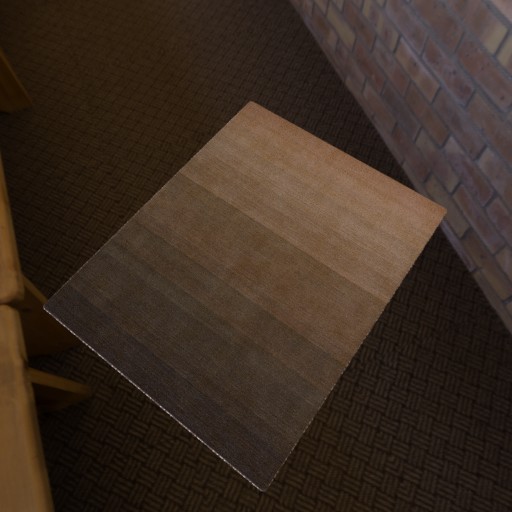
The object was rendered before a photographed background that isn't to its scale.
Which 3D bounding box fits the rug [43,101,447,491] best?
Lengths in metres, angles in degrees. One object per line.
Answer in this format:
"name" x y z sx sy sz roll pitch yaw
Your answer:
"rug" 0.000 0.000 3.913 2.305 0.017 2.902 34 68 15
